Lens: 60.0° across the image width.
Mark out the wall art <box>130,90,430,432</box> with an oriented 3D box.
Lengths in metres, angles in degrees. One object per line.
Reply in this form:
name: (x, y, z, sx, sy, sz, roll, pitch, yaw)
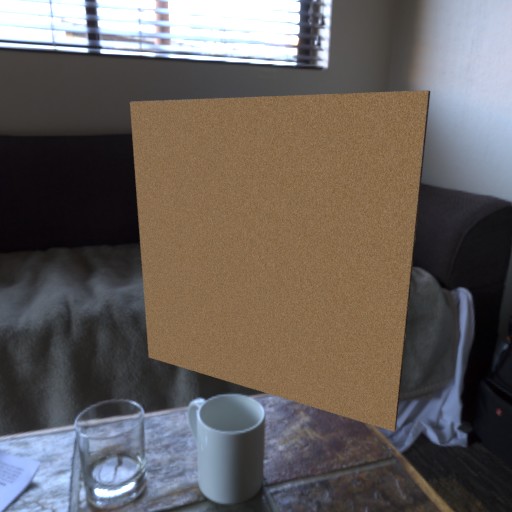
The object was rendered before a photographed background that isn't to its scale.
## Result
wall art: (0.000, 0.000, 0.601, 0.404, 0.406, 0.010, 8, 18, 27)
